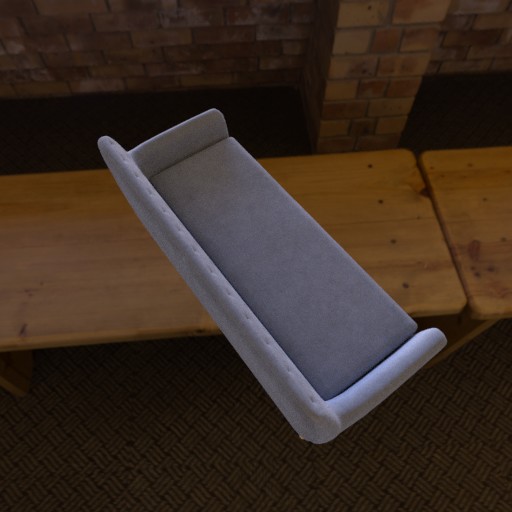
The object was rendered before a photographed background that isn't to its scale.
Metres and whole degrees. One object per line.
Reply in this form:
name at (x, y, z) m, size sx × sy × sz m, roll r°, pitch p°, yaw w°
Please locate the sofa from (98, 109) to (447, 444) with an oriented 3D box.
sofa at (0.000, 0.000, 2.467) m, size 0.830 × 0.830 × 1.970 m, roll -32°, pitch 64°, yaw -18°
